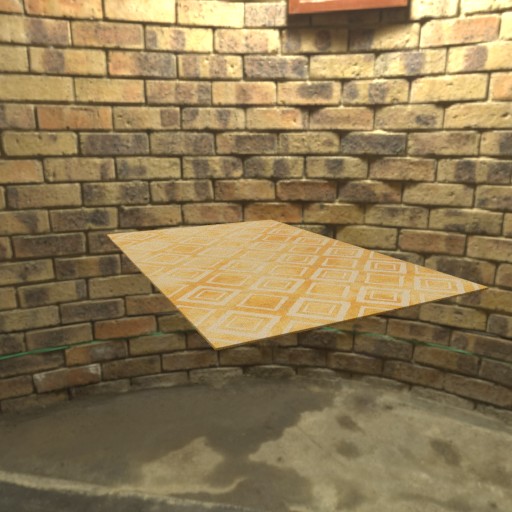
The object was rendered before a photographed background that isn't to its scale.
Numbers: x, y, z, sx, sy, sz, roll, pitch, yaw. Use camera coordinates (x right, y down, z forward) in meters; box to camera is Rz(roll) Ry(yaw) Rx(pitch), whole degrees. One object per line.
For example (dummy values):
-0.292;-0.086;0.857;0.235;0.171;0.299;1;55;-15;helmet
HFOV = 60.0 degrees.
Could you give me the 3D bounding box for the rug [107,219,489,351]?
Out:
0.000;0.000;2.331;1.213;0.010;1.829;-7;16;-26;rug
